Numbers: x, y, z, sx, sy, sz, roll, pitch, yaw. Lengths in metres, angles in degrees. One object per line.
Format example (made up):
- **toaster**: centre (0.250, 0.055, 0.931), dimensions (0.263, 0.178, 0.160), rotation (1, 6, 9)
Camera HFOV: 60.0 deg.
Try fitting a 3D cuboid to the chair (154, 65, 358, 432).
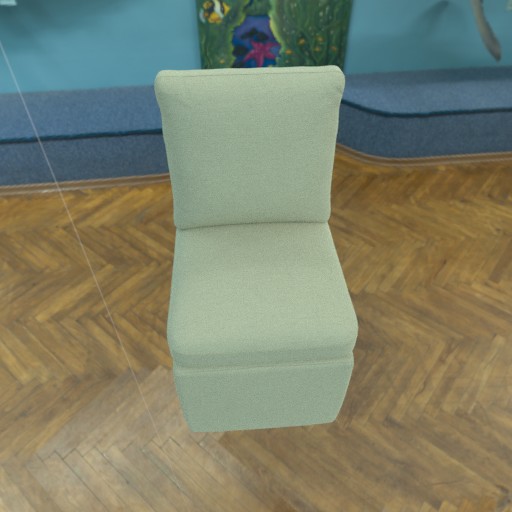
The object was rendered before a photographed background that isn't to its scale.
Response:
- **chair**: centre (0.000, 0.000, 1.318), dimensions (0.503, 0.927, 0.698), rotation (-3, 47, -3)
